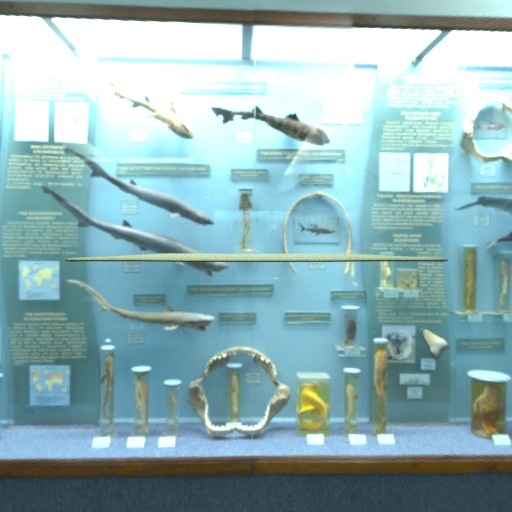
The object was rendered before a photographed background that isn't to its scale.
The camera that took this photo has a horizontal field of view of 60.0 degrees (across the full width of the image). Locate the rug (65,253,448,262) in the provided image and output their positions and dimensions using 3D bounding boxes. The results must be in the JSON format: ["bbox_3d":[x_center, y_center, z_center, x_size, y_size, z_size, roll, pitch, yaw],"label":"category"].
[{"bbox_3d":[0.000,0.000,2.984,1.606,0.017,2.270,0,1,0],"label":"rug"}]
